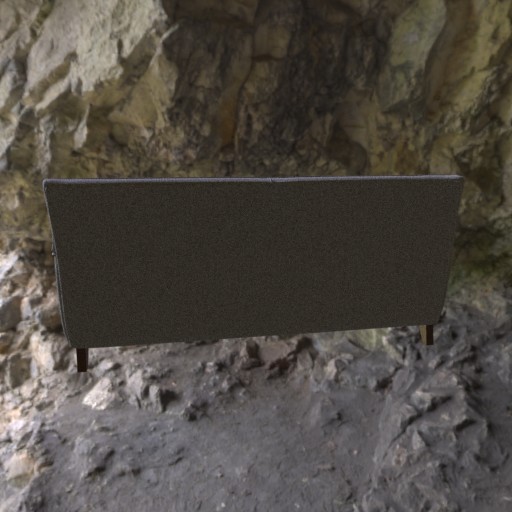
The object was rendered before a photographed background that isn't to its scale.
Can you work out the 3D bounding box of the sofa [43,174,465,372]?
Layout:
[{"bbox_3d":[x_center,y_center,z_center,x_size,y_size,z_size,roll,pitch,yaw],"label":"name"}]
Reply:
[{"bbox_3d":[0.000,0.000,2.533,2.026,0.942,0.854,-2,14,-9],"label":"sofa"}]
